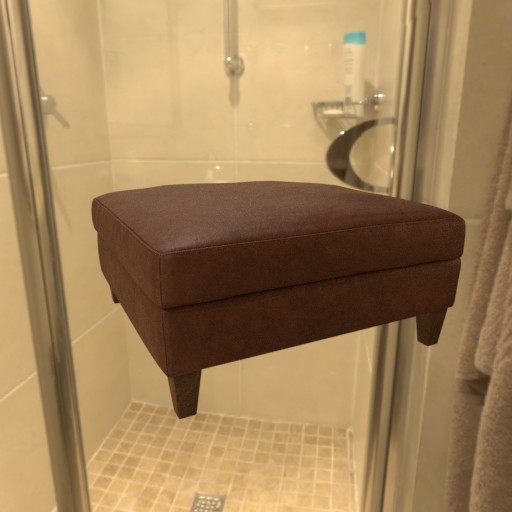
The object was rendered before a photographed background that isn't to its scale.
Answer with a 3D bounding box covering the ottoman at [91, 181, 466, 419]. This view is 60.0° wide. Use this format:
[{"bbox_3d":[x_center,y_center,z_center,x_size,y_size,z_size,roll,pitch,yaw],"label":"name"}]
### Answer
[{"bbox_3d":[0.000,0.000,1.344,0.836,0.415,0.844,-8,17,-26],"label":"ottoman"}]
